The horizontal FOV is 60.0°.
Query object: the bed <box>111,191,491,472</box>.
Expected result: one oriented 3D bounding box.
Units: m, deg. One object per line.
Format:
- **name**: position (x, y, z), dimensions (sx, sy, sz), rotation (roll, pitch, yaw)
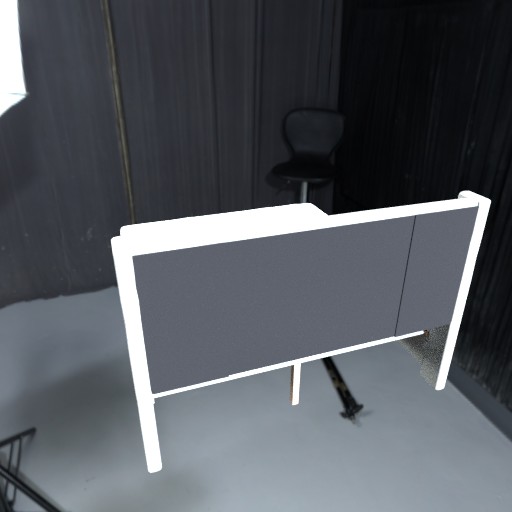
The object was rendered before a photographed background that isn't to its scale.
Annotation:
- **bed**: position (0.000, 0.000, 3.567), dimensions (2.140, 1.470, 2.280), rotation (-9, 28, -17)
